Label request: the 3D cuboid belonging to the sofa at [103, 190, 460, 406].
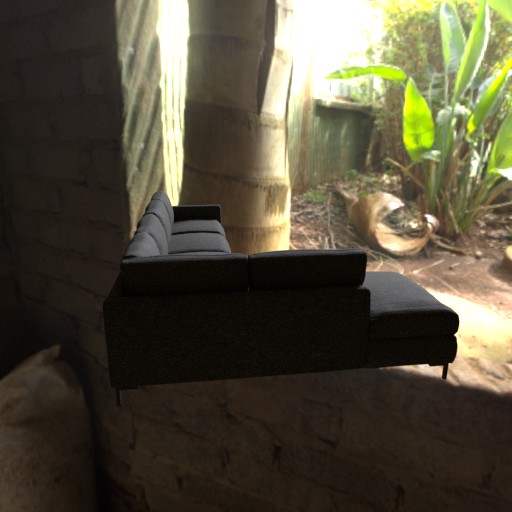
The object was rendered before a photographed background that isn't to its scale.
[{"bbox_3d":[0.000,0.000,3.809,2.007,0.815,2.949,-2,16,-8],"label":"sofa"}]
